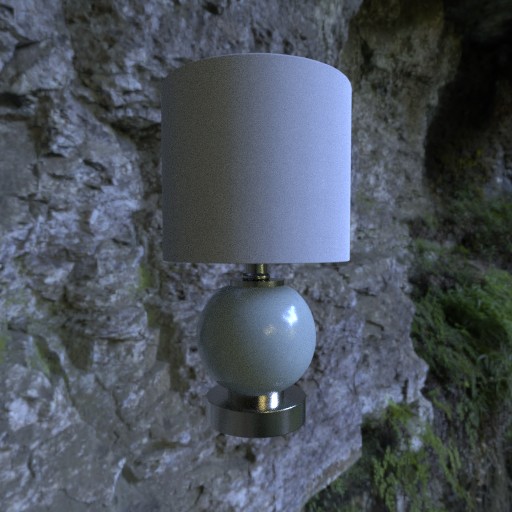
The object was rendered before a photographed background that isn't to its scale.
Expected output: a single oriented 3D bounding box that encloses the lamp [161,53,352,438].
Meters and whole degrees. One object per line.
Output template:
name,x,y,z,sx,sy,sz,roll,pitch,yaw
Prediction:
lamp,0.000,0.000,0.482,0.201,0.353,0.201,1,2,37
